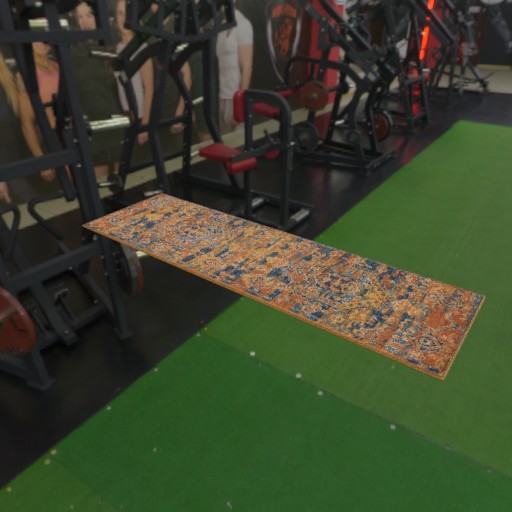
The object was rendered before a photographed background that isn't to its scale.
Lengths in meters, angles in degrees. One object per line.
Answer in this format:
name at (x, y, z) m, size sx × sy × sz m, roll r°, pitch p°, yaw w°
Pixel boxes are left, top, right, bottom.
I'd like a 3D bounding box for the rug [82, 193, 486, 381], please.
rug at (0.000, 0.000, 2.002) m, size 1.820 × 0.013 × 0.556 m, roll 20°, pitch 35°, yaw 31°
